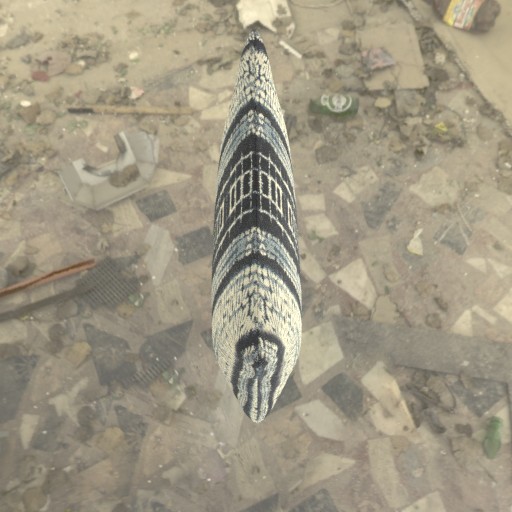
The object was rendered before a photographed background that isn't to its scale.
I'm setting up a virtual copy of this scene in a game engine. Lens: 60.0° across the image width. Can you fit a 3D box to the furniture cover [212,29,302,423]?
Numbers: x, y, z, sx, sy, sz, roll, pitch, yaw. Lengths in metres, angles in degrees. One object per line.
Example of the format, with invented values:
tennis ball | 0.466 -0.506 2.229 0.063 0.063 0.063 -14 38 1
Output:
furniture cover | 0.000 0.000 0.657 0.133 0.435 0.425 -1 63 0
